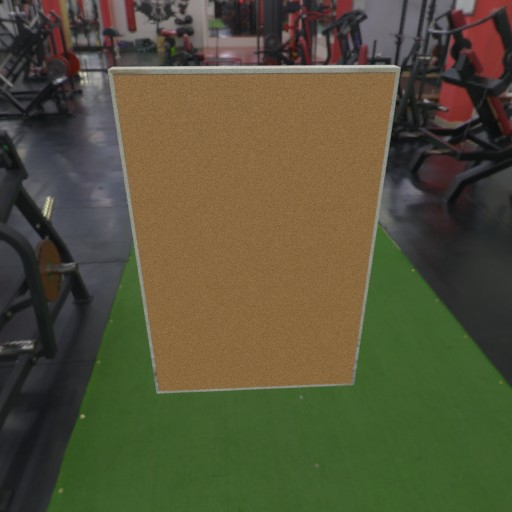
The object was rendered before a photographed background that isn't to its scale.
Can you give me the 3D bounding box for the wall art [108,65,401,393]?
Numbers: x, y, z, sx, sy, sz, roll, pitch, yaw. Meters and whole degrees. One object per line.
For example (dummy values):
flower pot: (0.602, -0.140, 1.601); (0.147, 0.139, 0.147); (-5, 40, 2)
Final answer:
wall art: (0.000, 0.000, 0.969); (0.508, 0.764, 0.038); (-2, 29, -3)
